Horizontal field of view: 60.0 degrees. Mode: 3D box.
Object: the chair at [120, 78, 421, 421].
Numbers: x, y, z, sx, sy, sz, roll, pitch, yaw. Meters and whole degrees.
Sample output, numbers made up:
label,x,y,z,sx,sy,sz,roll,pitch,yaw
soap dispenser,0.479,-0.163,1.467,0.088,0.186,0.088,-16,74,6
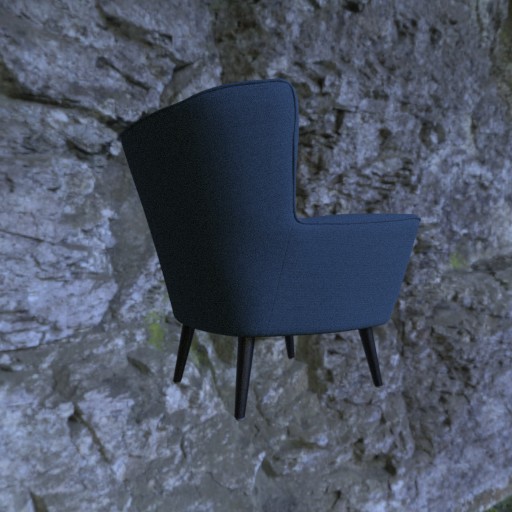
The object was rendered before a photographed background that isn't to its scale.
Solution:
label,x,y,z,sx,sy,sz,roll,pitch,yaw
chair,0.000,0.000,1.562,0.888,0.933,0.781,-1,1,-35
